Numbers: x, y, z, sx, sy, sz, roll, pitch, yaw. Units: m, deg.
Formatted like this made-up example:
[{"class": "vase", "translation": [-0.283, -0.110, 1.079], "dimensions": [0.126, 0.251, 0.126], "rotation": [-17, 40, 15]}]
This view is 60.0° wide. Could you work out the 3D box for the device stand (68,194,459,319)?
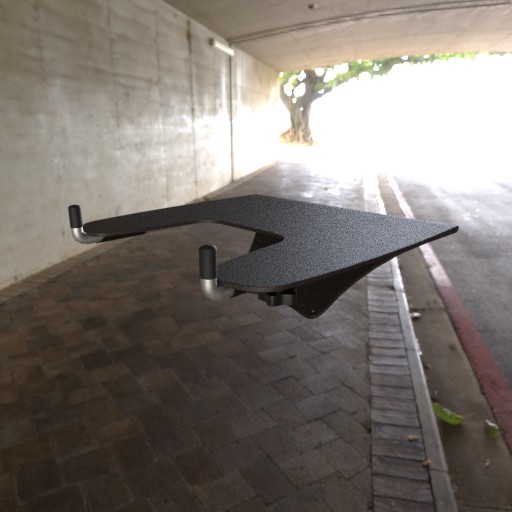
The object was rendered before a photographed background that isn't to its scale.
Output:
[{"class": "device stand", "translation": [0.000, 0.000, 0.360], "dimensions": [0.230, 0.092, 0.230], "rotation": [-16, 23, -42]}]
